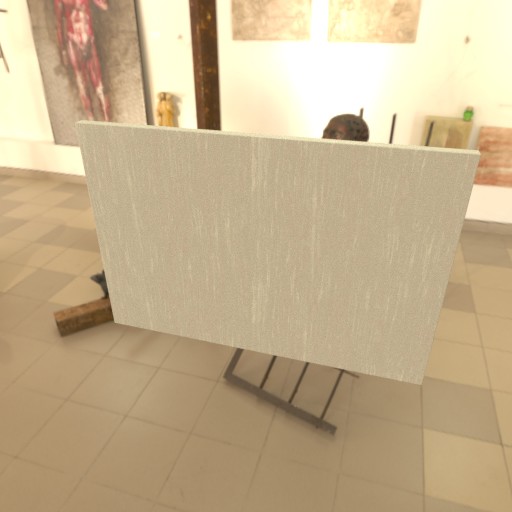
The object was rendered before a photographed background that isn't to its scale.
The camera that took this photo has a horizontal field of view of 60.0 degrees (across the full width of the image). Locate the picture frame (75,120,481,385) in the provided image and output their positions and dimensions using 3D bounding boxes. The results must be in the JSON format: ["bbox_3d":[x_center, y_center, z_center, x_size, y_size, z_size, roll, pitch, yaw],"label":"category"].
[{"bbox_3d":[0.000,0.000,1.178,0.950,0.640,0.029,8,31,14],"label":"picture frame"}]
